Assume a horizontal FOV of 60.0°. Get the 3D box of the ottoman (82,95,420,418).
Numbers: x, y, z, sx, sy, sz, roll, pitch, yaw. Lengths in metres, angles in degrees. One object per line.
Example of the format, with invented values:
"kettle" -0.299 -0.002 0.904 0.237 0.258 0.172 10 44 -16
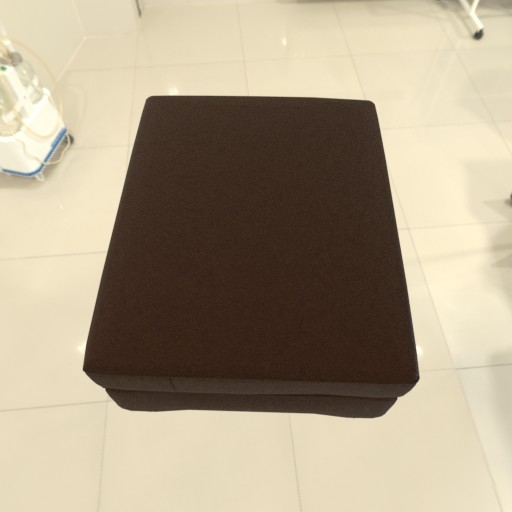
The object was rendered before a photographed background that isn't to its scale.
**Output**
"ottoman" 0.000 0.000 1.794 0.967 0.730 1.187 1 58 1
